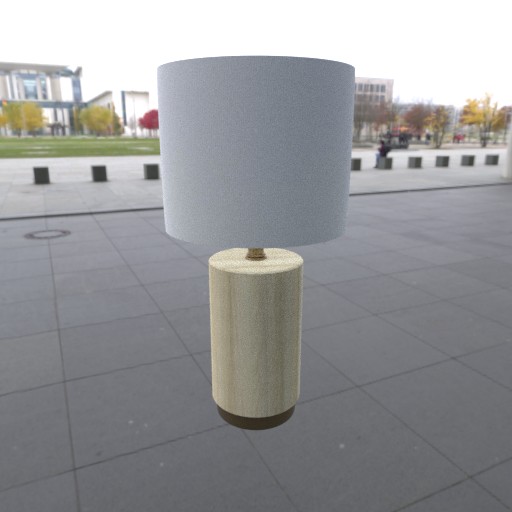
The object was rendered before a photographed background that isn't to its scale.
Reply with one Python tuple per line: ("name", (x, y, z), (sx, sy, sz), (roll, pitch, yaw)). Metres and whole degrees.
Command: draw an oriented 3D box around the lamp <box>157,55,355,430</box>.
("lamp", (0.000, 0.000, 0.574), (0.228, 0.444, 0.228), (-3, 16, -10))
